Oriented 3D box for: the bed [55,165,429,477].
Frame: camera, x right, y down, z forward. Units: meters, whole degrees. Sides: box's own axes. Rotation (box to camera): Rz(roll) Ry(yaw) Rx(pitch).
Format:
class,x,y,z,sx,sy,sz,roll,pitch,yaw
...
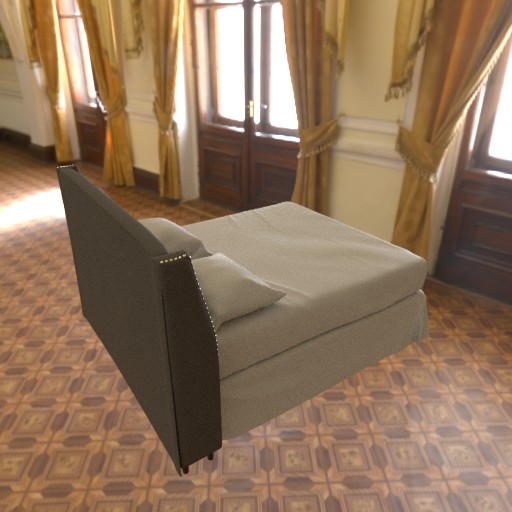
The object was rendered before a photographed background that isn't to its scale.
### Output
class,x,y,z,sx,sy,sz,roll,pitch,yaw
bed,0.000,0.000,3.363,2.276,1.332,1.925,-16,30,-30
